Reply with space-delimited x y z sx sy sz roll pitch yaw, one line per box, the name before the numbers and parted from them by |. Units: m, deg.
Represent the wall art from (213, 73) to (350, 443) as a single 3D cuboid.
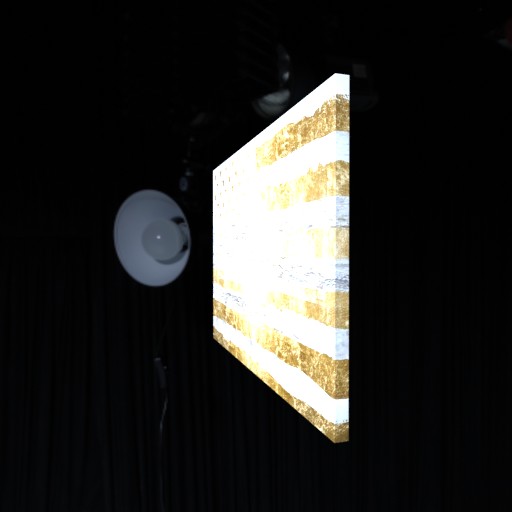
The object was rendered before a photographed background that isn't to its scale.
wall art | 0.000 0.000 1.178 0.027 0.610 0.932 0 1 -18
